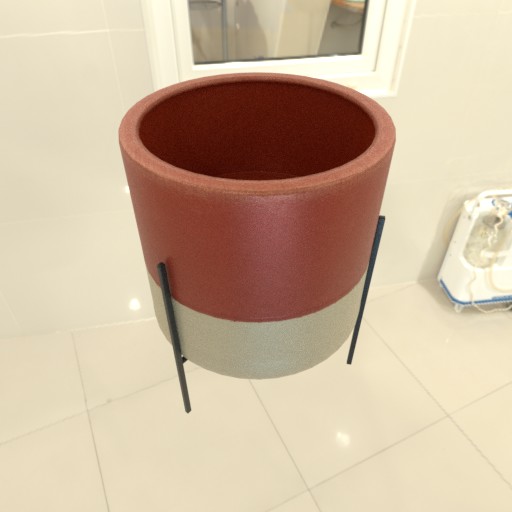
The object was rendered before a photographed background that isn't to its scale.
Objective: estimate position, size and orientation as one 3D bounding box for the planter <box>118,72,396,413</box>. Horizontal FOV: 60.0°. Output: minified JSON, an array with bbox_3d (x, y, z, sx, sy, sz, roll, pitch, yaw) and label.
[{"bbox_3d":[0.000,0.000,0.711,0.345,0.465,0.354,-12,42,-14],"label":"planter"}]
